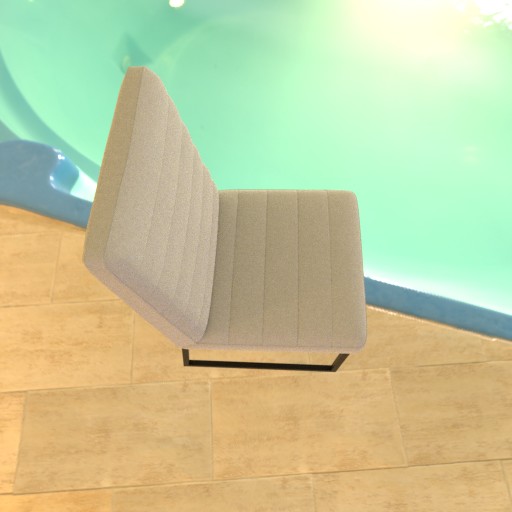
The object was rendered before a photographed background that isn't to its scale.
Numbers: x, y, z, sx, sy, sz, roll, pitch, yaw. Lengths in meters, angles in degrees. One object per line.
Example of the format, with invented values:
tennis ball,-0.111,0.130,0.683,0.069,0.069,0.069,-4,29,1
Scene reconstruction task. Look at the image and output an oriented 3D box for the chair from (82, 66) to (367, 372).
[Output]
chair,0.000,0.000,1.302,0.634,0.930,0.520,2,64,1
